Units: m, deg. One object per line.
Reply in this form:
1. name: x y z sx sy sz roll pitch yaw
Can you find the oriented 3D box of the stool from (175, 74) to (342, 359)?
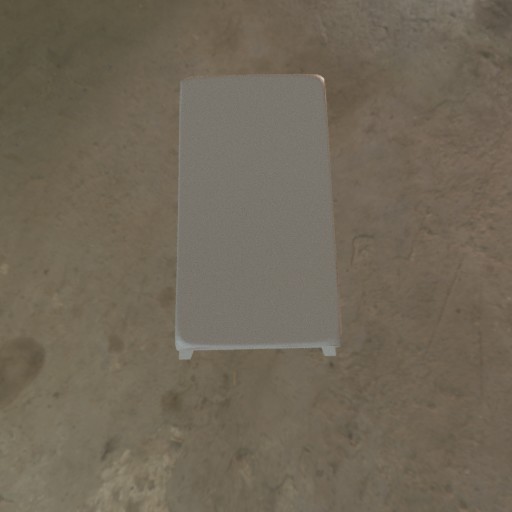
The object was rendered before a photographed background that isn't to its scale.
1. stool: 0.000 0.000 1.040 0.476 0.737 0.457 -1 76 0
